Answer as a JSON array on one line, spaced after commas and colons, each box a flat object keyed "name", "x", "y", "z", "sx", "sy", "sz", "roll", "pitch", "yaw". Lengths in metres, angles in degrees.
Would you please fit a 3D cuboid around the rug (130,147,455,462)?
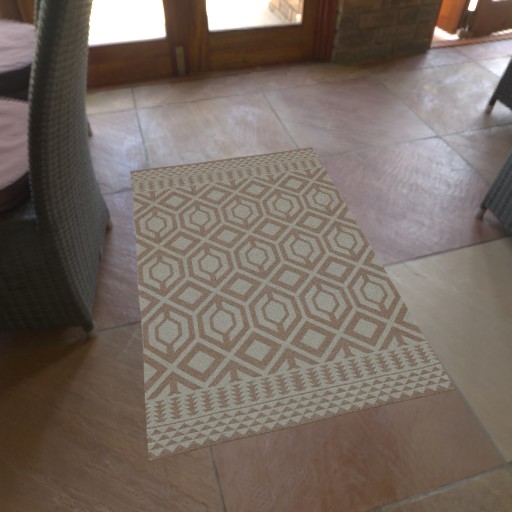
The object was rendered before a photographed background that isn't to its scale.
[{"name": "rug", "x": 0.000, "y": 0.000, "z": 2.306, "sx": 1.219, "sy": 0.008, "sz": 1.829, "roll": -10, "pitch": 47, "yaw": -9}]
